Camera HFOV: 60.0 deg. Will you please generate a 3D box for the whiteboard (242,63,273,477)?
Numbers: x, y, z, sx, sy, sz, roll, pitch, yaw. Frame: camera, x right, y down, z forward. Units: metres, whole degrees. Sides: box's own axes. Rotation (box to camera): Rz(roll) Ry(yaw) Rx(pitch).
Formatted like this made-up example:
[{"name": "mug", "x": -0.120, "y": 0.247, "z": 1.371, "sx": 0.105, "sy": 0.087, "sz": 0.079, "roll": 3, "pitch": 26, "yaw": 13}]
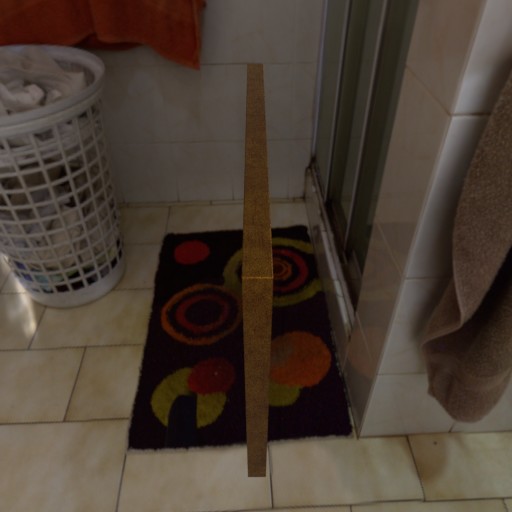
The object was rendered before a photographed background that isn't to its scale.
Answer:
[{"name": "whiteboard", "x": 0.000, "y": 0.000, "z": 0.771, "sx": 0.029, "sy": 0.457, "sz": 0.561, "roll": 0, "pitch": 42, "yaw": 0}]
